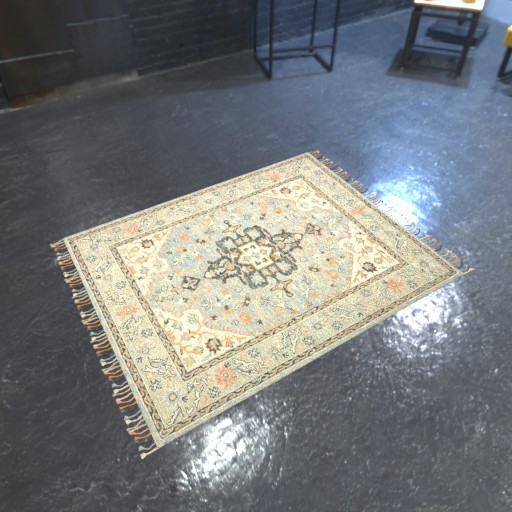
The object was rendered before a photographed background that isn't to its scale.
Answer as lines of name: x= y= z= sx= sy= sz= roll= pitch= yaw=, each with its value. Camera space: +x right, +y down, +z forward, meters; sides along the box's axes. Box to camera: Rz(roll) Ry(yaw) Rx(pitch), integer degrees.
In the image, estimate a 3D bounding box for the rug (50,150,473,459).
rug: x=0.000 y=0.000 z=2.232 sx=1.730 sy=0.009 sz=1.278 roll=-24 pitch=50 yaw=-22
